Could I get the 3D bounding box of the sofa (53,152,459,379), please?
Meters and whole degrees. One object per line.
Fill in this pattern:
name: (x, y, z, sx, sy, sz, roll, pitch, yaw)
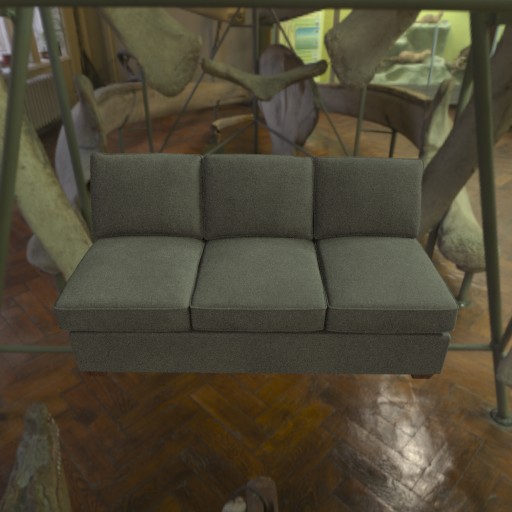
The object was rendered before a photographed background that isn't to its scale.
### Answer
sofa: (0.000, 0.000, 2.509, 1.962, 0.973, 1.027, 0, 30, 1)
